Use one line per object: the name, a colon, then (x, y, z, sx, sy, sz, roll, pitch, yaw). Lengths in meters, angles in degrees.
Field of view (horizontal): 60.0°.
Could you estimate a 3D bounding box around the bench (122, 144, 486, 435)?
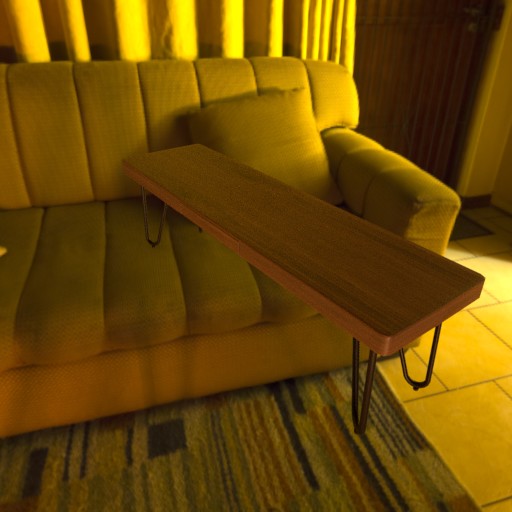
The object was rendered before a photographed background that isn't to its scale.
bench: (0.000, 0.000, 1.759, 0.425, 0.462, 1.570, -21, 36, -31)
